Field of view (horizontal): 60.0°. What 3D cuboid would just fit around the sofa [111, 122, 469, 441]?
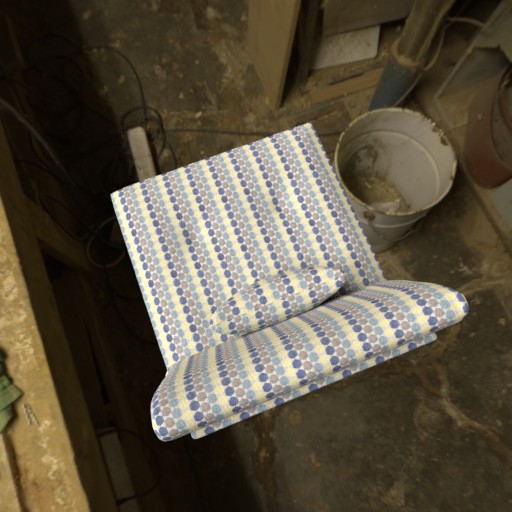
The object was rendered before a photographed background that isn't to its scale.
[{"bbox_3d":[0.000,0.000,1.651,0.930,0.830,1.000,-21,76,-6],"label":"sofa"}]
